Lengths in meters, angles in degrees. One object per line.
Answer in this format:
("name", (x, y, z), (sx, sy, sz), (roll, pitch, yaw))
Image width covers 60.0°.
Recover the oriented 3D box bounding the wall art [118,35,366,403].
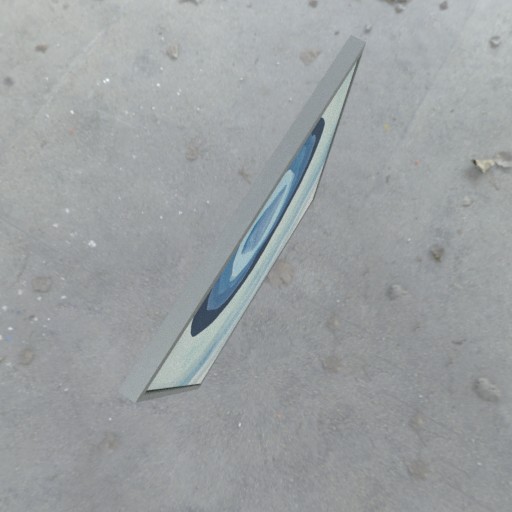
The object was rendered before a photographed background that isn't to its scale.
("wall art", (0.000, 0.000, 1.195), (0.038, 0.807, 0.809), (30, 77, 8))
